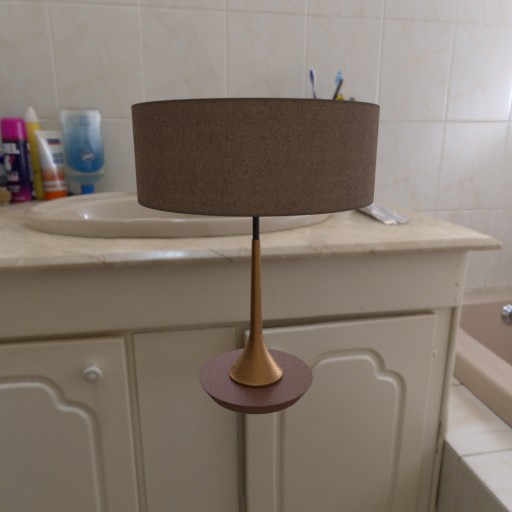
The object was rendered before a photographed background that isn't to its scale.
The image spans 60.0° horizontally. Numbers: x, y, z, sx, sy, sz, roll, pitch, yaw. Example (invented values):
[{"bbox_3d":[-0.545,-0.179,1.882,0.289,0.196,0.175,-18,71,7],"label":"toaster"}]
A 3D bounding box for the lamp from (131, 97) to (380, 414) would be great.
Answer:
[{"bbox_3d":[0.000,0.000,0.835,0.417,0.551,0.396,-2,15,-7],"label":"lamp"}]
